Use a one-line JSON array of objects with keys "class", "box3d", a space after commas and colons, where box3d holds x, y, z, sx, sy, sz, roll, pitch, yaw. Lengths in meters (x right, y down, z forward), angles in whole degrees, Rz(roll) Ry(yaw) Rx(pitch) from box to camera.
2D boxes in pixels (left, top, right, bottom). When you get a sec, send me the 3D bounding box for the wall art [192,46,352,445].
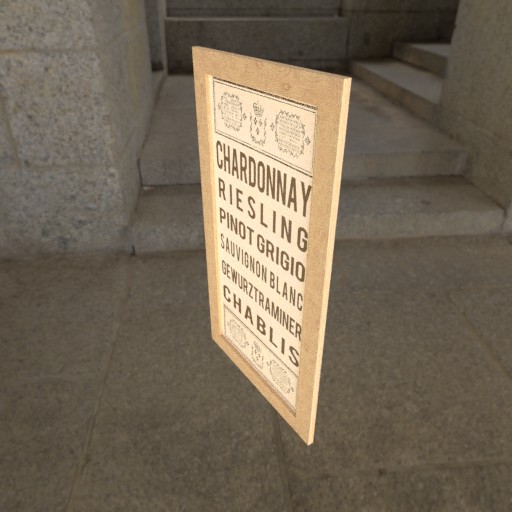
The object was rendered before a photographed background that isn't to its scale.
[{"class": "wall art", "box3d": [0.000, 0.000, 0.834, 0.013, 0.683, 0.381, -20, 37, -29]}]
